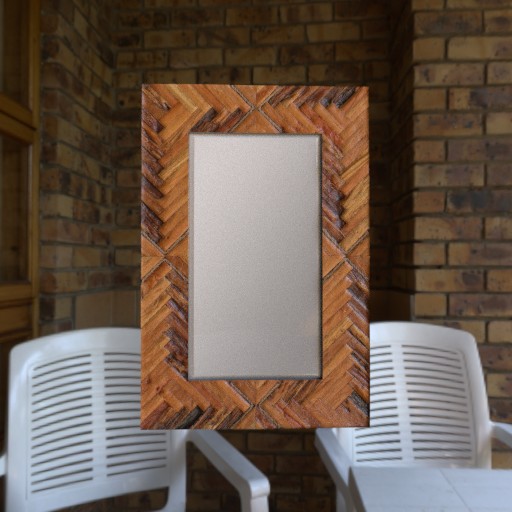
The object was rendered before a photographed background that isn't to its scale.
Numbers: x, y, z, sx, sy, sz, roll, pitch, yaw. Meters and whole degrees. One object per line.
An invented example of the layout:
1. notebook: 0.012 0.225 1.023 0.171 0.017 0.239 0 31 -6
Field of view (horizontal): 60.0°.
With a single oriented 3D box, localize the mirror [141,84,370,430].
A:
1. mirror: 0.000 0.000 1.194 0.606 0.912 0.044 0 -1 -2
